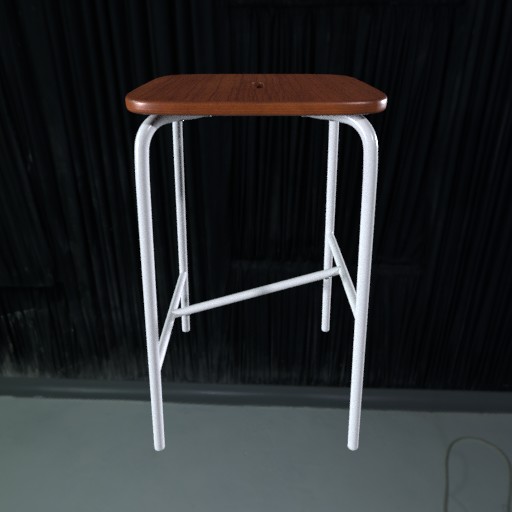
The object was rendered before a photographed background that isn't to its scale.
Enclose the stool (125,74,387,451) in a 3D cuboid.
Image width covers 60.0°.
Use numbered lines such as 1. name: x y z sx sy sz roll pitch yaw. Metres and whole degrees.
1. stool: 0.000 0.000 0.840 0.376 0.610 0.376 0 27 0
